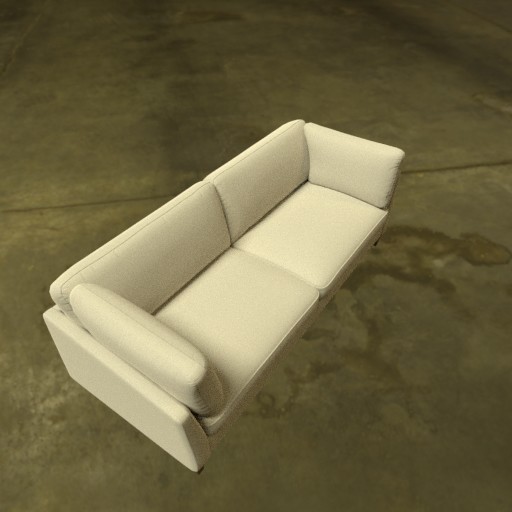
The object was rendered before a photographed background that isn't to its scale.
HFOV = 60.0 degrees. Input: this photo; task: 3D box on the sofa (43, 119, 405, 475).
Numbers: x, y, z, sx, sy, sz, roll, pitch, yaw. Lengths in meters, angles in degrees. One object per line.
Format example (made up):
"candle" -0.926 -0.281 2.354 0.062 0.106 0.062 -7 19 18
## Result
"sofa" 0.000 0.000 2.725 0.957 0.863 2.301 25 47 26
